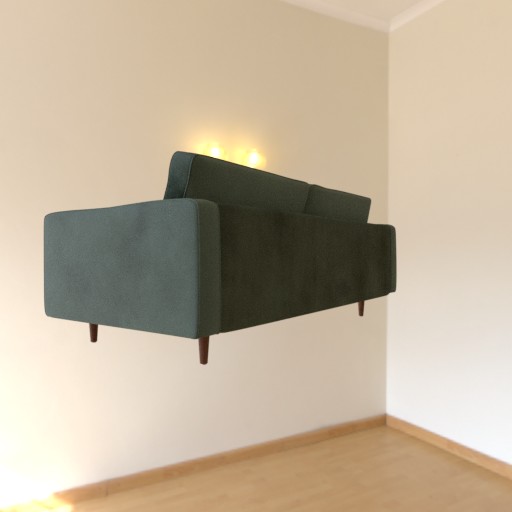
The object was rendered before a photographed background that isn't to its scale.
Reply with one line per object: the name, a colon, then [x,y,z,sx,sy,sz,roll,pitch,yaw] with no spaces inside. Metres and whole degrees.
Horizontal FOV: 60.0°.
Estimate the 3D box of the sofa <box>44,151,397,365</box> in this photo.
sofa: [0.000,0.000,2.363,0.916,0.772,1.880,0,1,36]
